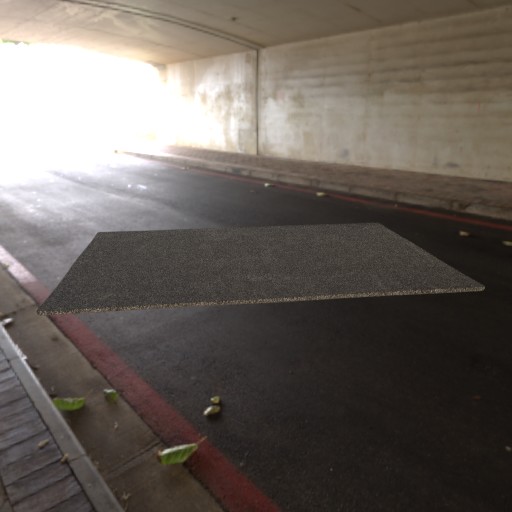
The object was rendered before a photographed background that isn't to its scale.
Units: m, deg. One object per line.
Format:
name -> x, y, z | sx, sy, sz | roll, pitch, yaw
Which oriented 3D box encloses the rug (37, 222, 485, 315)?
rug -> 0.000, 0.000, 2.993 | 2.350, 0.025, 1.502 | -2, 18, -7
